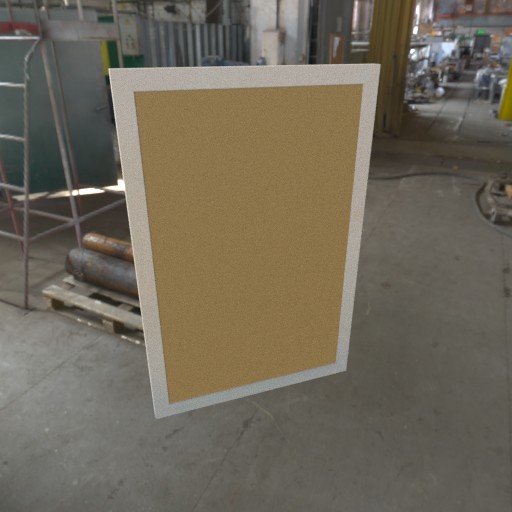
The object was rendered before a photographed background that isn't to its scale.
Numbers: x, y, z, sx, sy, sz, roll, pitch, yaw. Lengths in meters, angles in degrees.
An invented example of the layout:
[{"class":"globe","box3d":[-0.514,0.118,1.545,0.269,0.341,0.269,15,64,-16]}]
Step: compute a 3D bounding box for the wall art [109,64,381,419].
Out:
[{"class":"wall art","box3d":[0.000,0.000,1.450,0.764,1.143,0.038,-9,27,-18]}]
